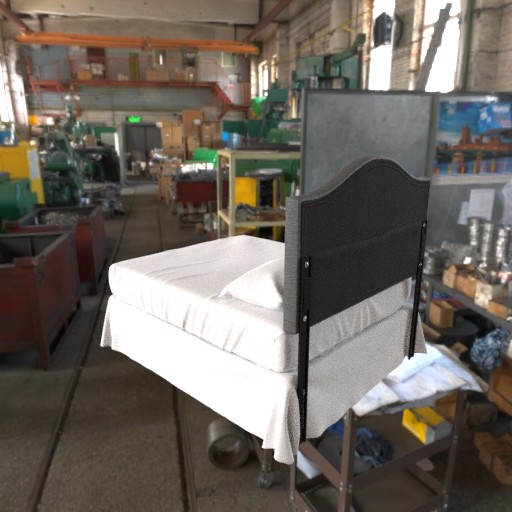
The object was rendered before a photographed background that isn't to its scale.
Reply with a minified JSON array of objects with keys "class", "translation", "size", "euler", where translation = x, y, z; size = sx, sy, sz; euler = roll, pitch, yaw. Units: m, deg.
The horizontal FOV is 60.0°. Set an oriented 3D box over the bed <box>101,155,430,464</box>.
[{"class":"bed","translation":[0.000,0.000,3.582],"size":[2.221,1.645,1.876],"euler":[14,21,42]}]
